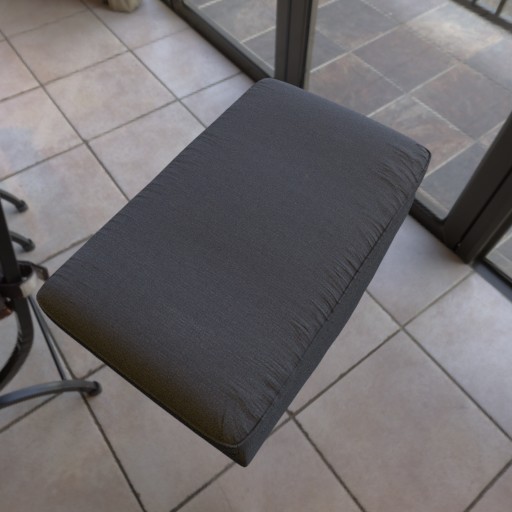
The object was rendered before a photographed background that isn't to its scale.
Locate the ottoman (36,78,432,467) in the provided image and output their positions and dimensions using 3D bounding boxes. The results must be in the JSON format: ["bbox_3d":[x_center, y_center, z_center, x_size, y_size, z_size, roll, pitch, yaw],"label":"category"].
[{"bbox_3d":[0.000,0.000,1.169,0.570,0.438,0.885,31,64,17],"label":"ottoman"}]
